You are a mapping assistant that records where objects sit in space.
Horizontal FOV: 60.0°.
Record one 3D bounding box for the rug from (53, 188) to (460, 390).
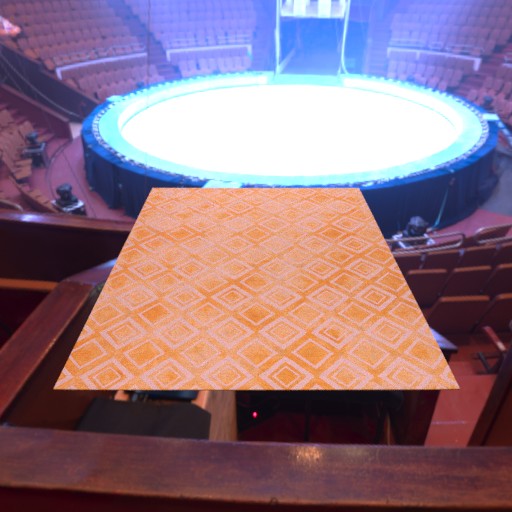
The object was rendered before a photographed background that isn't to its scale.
[{"bbox_3d":[0.000,0.000,3.932,2.433,0.011,3.037,0,32,0],"label":"rug"}]
